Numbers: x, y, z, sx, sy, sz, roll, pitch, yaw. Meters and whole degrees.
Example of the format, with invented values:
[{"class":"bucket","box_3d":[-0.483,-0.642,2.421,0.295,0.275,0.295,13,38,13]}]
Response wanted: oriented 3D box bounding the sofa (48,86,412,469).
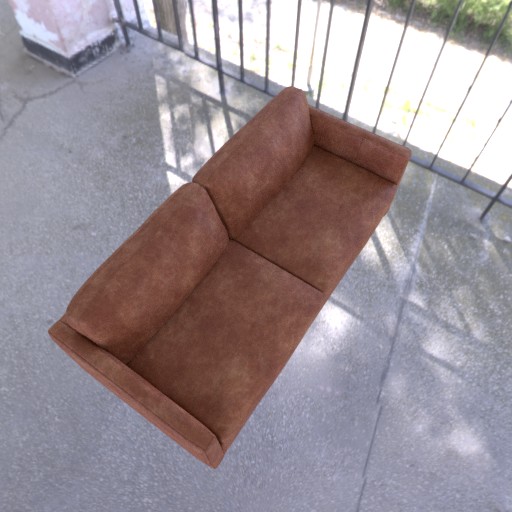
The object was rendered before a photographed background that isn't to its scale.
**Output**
[{"class":"sofa","box_3d":[0.000,0.000,2.446,0.923,0.863,1.971,30,63,17]}]
